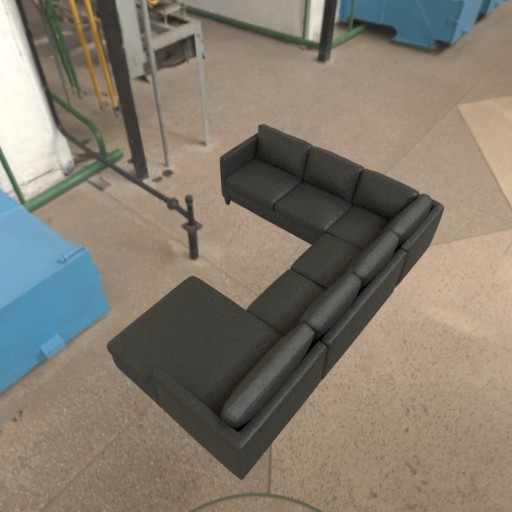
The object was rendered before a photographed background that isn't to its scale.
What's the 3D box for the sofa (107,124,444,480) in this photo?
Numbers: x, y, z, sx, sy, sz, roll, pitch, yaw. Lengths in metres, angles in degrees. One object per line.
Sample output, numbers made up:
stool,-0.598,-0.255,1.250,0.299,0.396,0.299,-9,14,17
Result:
sofa,0.000,0.000,4.695,2.593,0.923,3.460,31,53,26
